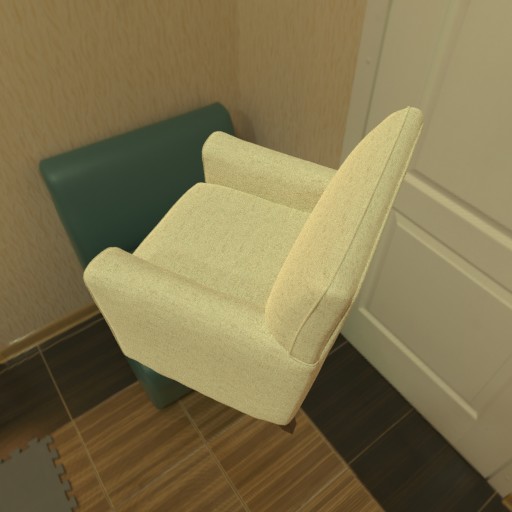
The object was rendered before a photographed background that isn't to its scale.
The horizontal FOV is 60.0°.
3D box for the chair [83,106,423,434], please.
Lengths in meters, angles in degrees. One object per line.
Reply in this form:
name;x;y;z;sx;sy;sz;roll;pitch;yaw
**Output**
chair;0.000;0.000;1.603;0.823;0.943;0.870;19;51;16
